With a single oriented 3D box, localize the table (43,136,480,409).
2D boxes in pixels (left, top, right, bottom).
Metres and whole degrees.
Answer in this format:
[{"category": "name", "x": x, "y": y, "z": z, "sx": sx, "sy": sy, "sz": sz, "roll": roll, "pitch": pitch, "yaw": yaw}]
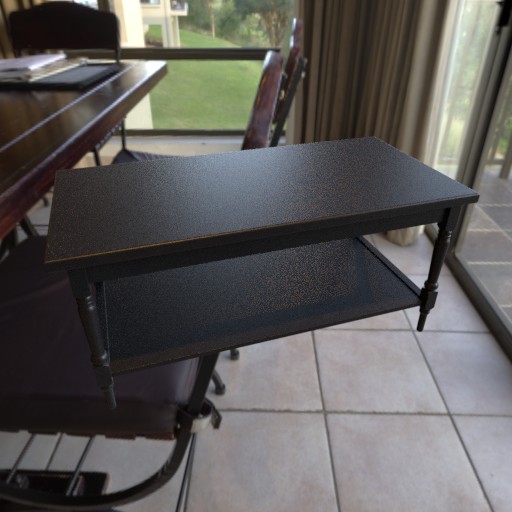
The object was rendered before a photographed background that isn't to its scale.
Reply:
[{"category": "table", "x": 0.000, "y": 0.000, "z": 1.415, "sx": 1.107, "sy": 0.510, "sz": 0.550, "roll": -10, "pitch": 33, "yaw": -15}]
